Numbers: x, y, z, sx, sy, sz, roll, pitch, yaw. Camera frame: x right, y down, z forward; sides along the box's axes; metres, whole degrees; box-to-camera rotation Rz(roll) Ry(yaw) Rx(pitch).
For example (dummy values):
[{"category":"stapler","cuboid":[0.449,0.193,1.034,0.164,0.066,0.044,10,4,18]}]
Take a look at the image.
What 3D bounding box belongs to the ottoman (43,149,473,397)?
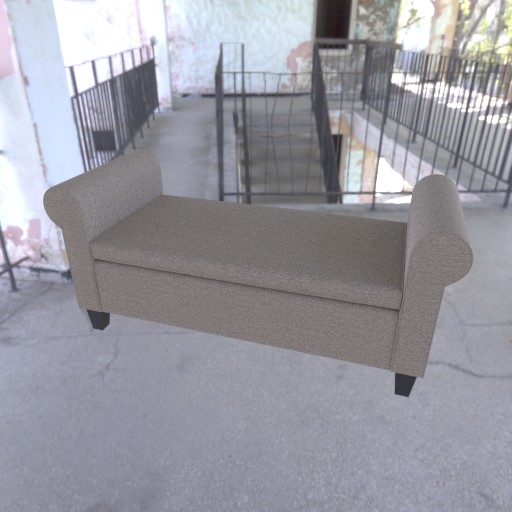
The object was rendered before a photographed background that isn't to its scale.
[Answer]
[{"category":"ottoman","cuboid":[0.000,0.000,1.539,1.256,0.547,0.521,8,28,16]}]
